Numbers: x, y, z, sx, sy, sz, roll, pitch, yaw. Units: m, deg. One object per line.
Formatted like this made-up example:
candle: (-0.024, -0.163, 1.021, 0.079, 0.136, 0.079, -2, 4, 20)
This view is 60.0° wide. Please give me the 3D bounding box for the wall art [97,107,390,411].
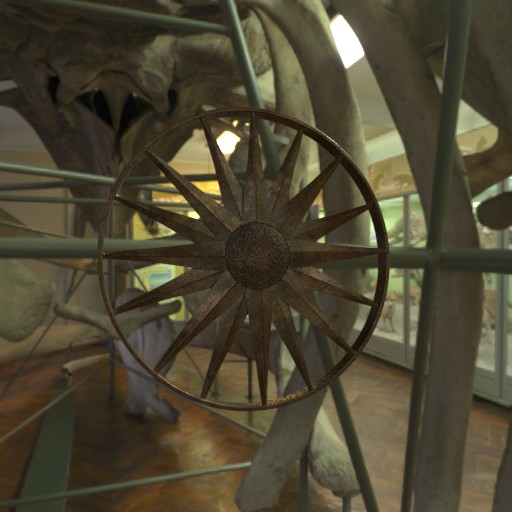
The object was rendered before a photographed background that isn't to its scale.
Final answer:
wall art: (0.000, 0.000, 0.864, 0.582, 0.583, 0.084, 0, 1, -17)
